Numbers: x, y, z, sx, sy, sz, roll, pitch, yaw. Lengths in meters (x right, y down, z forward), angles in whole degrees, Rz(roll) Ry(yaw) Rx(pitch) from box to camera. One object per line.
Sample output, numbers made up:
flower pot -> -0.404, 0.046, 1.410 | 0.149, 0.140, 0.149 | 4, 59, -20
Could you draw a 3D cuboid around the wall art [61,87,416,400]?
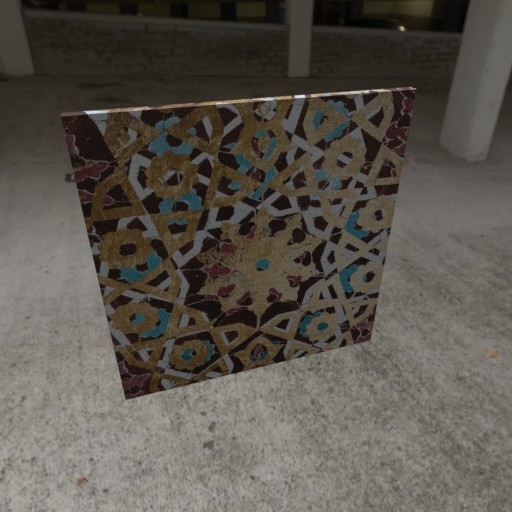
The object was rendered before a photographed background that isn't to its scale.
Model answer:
wall art -> 0.000, 0.000, 1.117 | 0.757, 0.762, 0.028 | -10, 33, -15
